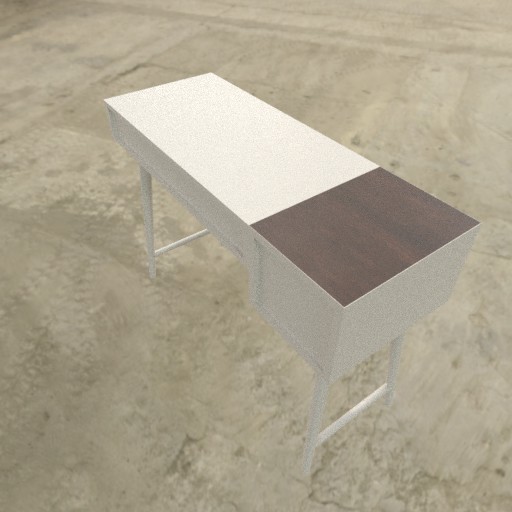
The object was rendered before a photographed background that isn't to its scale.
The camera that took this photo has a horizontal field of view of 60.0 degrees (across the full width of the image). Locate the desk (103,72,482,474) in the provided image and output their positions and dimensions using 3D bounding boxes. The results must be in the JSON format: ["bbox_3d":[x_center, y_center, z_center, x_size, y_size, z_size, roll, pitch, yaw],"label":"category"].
[{"bbox_3d":[0.000,0.000,1.416,0.409,0.761,1.069,-26,48,-26],"label":"desk"}]
